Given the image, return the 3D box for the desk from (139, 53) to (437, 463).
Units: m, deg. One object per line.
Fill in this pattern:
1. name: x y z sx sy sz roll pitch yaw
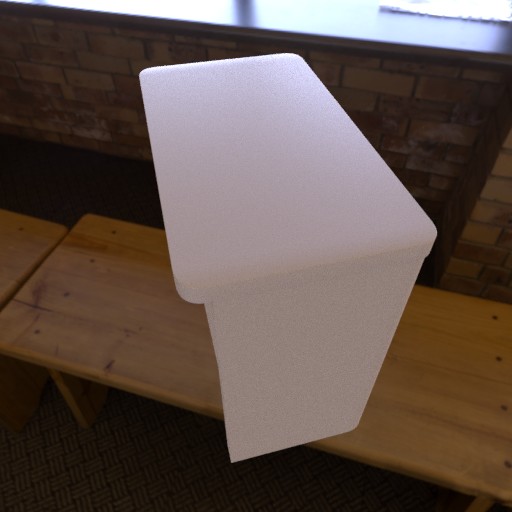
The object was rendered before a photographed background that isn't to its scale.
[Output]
1. desk: 0.000 0.000 1.231 0.446 0.760 0.790 -11 47 -10
